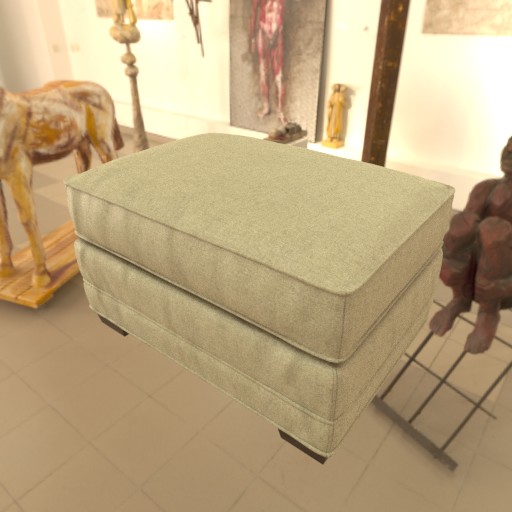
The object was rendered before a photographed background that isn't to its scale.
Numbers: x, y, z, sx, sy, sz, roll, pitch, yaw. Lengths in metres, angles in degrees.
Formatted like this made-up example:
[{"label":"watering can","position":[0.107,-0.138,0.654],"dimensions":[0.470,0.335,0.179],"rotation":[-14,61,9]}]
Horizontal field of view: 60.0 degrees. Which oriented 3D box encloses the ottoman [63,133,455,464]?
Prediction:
[{"label":"ottoman","position":[0.000,0.000,1.212],"dimensions":[0.848,0.508,0.611],"rotation":[22,37,32]}]
